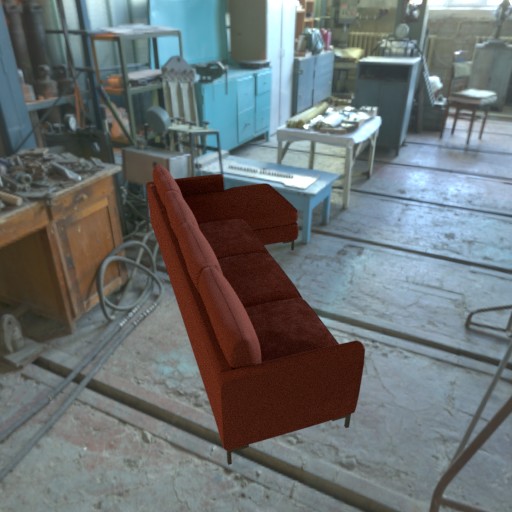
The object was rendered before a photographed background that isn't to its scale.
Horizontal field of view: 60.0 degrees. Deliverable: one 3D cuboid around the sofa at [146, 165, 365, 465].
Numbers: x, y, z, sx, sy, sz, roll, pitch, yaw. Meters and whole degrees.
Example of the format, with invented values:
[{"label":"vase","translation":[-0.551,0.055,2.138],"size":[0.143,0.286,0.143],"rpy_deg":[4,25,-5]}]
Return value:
[{"label":"sofa","translation":[0.000,0.000,3.545],"size":[1.350,0.810,2.932],"rpy_deg":[-10,31,-16]}]
